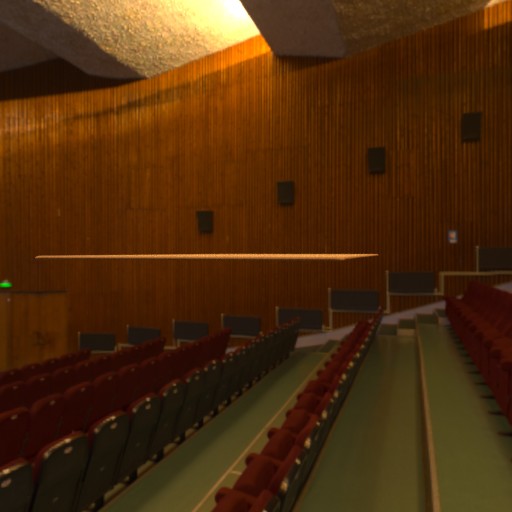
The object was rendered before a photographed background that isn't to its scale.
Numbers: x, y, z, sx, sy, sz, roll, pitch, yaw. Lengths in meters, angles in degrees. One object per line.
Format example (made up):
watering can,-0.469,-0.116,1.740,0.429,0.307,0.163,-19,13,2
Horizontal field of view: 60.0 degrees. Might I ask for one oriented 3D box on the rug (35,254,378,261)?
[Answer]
rug,0.000,0.000,2.151,1.061,0.012,1.668,0,1,19
